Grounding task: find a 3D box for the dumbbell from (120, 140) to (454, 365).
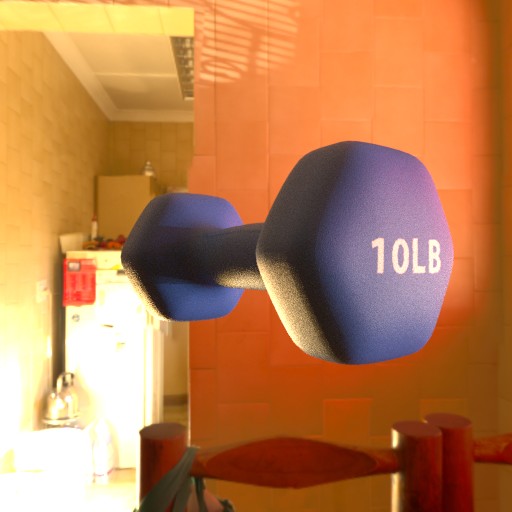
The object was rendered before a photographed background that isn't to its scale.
[{"bbox_3d":[0.000,0.000,0.263,0.103,0.093,0.212,1,-1,-35],"label":"dumbbell"}]
